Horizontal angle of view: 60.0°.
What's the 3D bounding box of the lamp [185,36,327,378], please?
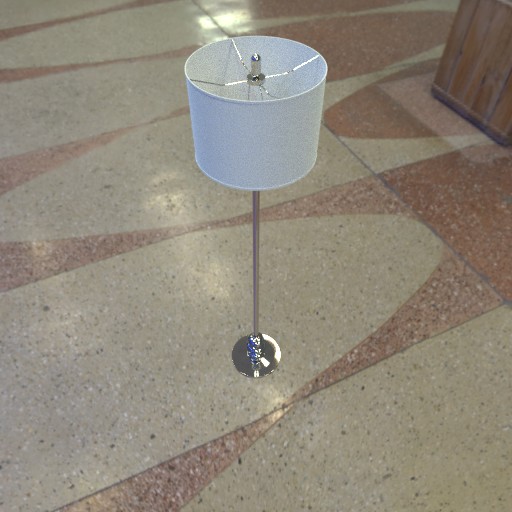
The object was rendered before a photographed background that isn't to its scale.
[{"bbox_3d":[0.000,0.000,1.646,0.356,1.487,0.356,-17,50,-14],"label":"lamp"}]
